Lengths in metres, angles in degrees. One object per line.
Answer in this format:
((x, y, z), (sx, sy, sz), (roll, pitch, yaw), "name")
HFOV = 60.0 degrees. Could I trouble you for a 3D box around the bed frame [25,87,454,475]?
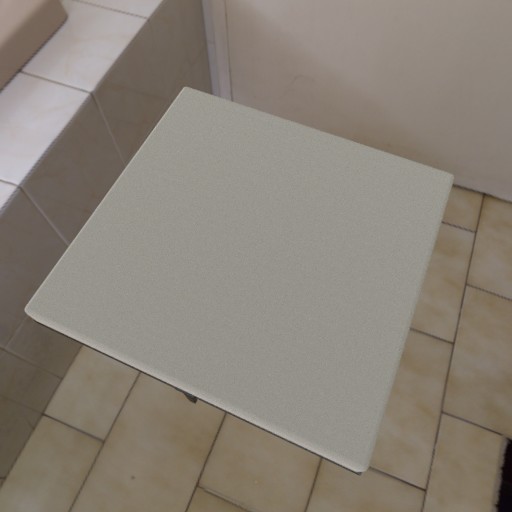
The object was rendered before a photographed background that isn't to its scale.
((0.000, 0.000, 3.783), (2.635, 0.680, 2.526), (22, 65, 11), "bed frame")
